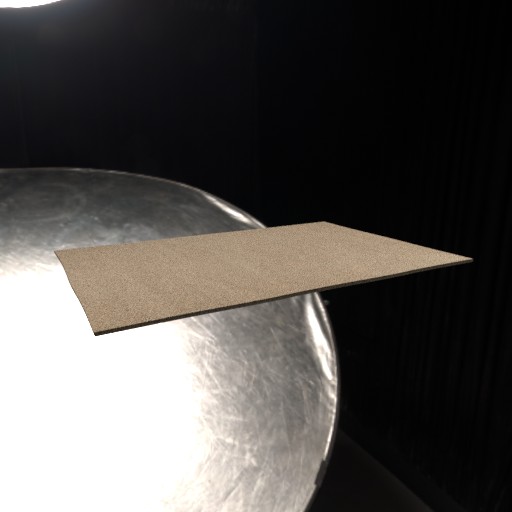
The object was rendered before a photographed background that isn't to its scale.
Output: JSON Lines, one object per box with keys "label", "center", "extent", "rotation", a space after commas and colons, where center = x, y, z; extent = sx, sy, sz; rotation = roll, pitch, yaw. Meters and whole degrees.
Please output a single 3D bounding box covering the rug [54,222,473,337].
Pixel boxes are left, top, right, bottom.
{"label": "rug", "center": [0.000, 0.000, 3.425], "extent": [2.699, 0.025, 1.800], "rotation": [-8, 17, -28]}
